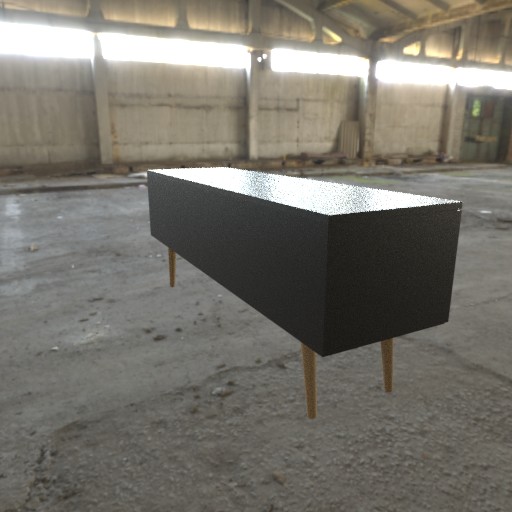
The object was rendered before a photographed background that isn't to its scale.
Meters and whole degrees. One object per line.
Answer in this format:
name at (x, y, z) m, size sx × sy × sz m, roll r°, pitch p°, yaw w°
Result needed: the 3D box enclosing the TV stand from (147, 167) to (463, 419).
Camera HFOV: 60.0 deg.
TV stand at (0.000, 0.000, 1.538) m, size 0.390 × 0.518 × 1.312 m, roll -8°, pitch 17°, yaw -27°
